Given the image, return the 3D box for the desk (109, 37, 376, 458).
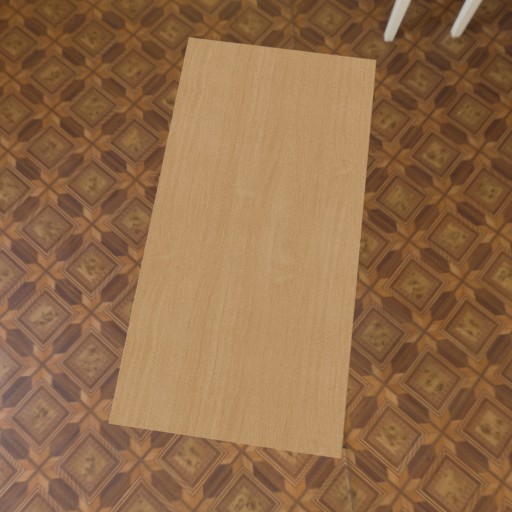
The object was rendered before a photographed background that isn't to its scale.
[{"bbox_3d":[0.000,0.000,1.541,0.560,0.735,1.097,8,76,2],"label":"desk"}]
